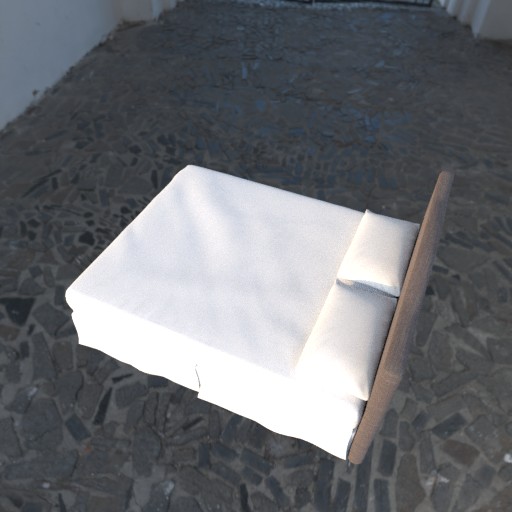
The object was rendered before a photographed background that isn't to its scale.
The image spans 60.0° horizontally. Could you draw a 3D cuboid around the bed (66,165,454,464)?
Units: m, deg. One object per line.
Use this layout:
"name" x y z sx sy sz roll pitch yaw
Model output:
"bed" 0.000 0.000 3.860 2.689 1.457 2.161 18 49 17
